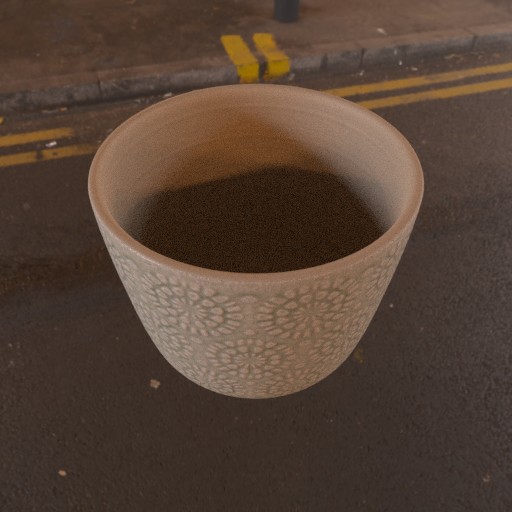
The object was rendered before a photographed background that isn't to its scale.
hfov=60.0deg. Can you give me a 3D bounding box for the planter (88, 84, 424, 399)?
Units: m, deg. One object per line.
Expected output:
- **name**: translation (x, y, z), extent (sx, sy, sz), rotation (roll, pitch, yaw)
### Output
- **planter**: translation (0.000, 0.000, 0.207), extent (0.124, 0.109, 0.124), rotation (0, 46, 0)
